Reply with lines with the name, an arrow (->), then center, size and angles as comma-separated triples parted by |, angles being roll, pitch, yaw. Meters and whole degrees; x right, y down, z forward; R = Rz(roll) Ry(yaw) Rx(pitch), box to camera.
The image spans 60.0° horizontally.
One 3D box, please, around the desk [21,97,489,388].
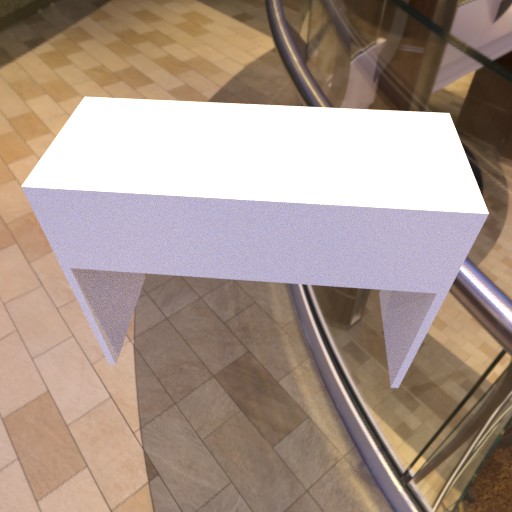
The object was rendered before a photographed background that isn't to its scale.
desk -> 0.000, 0.000, 1.370 | 1.000, 0.790, 0.400 | 4, 48, 3
